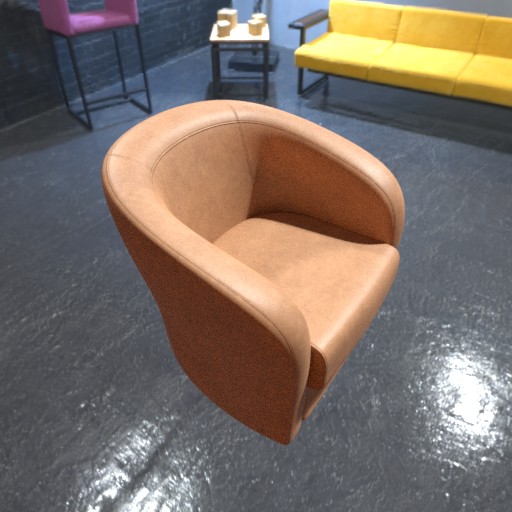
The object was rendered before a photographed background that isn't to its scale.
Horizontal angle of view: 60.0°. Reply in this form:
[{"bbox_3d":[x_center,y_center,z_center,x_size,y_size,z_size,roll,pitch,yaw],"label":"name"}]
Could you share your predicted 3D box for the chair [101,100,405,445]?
[{"bbox_3d":[0.000,0.000,1.452,0.815,0.771,0.791,25,46,26],"label":"chair"}]
